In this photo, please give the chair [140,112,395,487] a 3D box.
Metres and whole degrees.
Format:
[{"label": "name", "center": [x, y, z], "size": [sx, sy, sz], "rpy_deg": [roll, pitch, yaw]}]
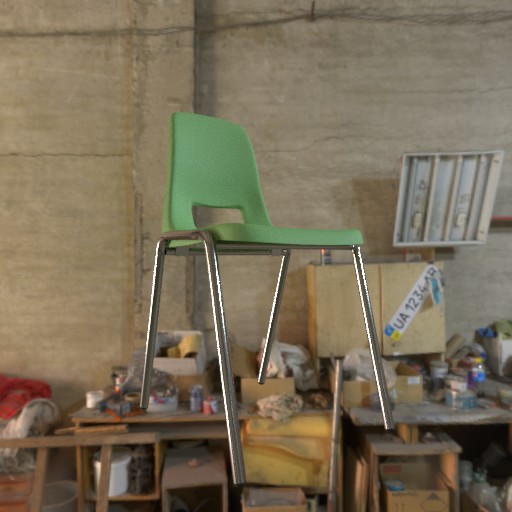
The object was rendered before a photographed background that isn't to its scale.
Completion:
[{"label": "chair", "center": [0.000, 0.000, 0.950], "size": [0.381, 0.704, 0.436], "rpy_deg": [0, 0, -36]}]
